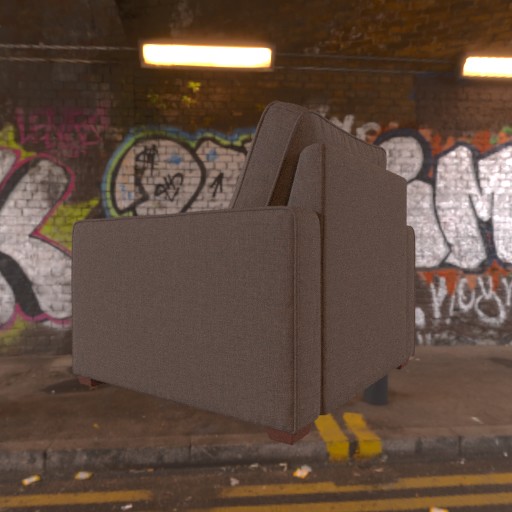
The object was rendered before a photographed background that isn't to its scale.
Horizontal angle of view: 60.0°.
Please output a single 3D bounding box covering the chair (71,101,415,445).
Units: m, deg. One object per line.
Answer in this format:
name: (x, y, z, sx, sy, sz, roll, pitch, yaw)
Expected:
chair: (0.000, 0.000, 1.707, 0.940, 0.919, 1.017, 0, 1, 35)
